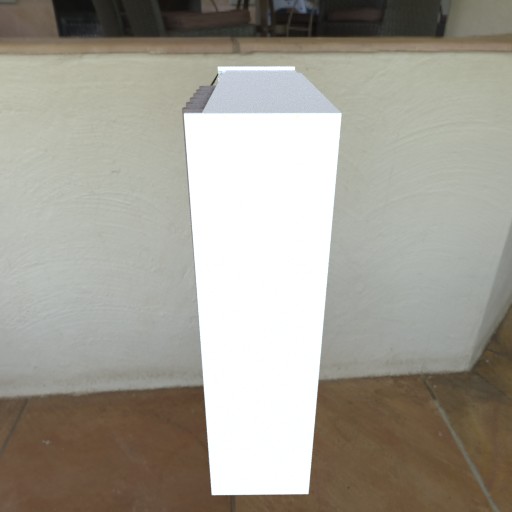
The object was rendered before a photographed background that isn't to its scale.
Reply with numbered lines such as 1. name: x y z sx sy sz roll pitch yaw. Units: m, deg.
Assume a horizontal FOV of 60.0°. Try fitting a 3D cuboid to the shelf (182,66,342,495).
1. shelf: 0.000 0.000 2.470 0.500 1.820 1.600 0 28 -1
